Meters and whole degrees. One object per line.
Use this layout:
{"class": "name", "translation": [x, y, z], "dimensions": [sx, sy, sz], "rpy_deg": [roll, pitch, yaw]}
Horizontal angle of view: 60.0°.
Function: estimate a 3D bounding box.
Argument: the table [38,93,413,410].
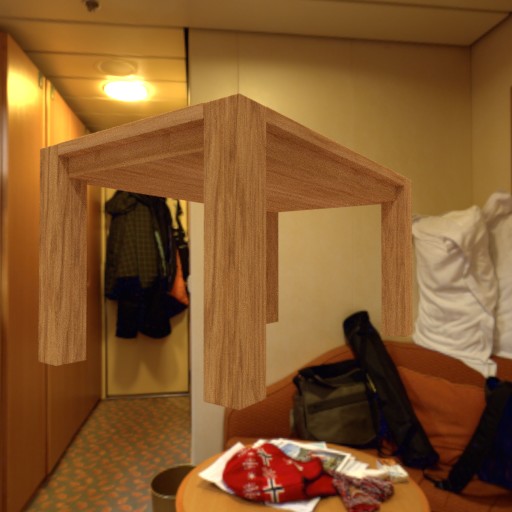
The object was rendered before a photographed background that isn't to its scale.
{"class": "table", "translation": [0.000, 0.000, 1.886], "dimensions": [0.900, 0.760, 1.400], "rpy_deg": [-1, -1, 36]}
